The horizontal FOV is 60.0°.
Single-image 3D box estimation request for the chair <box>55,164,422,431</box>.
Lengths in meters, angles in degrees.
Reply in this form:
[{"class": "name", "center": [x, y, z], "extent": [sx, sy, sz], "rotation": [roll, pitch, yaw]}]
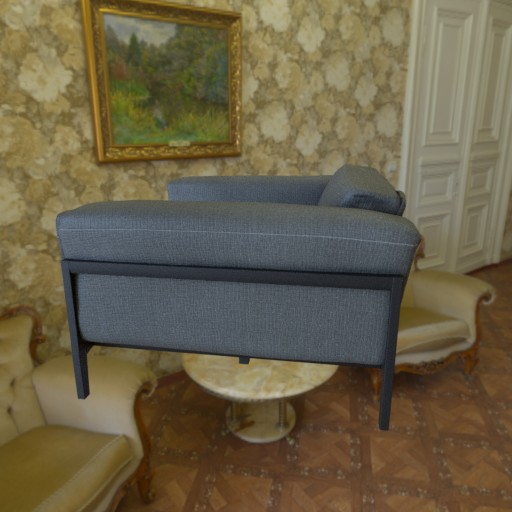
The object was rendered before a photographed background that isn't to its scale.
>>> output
[{"class": "chair", "center": [0.000, 0.000, 1.662], "extent": [0.969, 0.646, 1.056], "rotation": [3, 16, 9]}]
